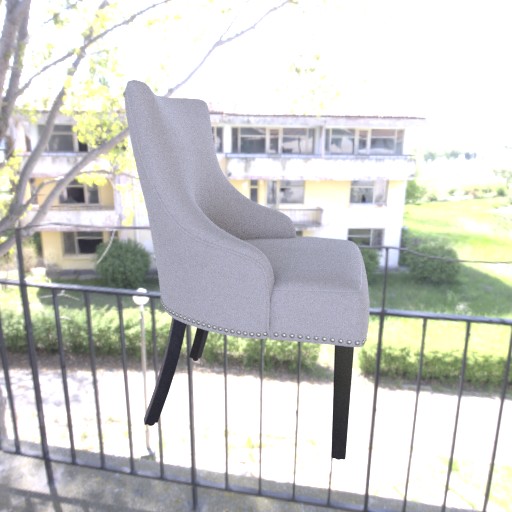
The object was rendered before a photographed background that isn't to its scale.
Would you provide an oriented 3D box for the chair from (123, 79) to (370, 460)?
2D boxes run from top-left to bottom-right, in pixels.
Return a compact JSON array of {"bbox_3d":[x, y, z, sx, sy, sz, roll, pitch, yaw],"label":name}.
[{"bbox_3d":[0.000,0.000,1.282,0.629,0.909,0.566,3,14,11],"label":"chair"}]
